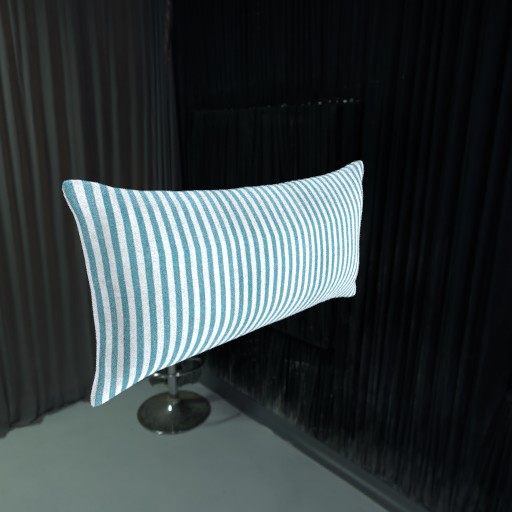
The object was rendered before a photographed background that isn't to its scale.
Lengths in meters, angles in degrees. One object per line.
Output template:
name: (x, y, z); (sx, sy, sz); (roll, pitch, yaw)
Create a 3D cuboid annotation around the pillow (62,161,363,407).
pillow: (0.000, 0.000, 0.748); (0.617, 0.295, 0.151); (-15, 21, -43)
